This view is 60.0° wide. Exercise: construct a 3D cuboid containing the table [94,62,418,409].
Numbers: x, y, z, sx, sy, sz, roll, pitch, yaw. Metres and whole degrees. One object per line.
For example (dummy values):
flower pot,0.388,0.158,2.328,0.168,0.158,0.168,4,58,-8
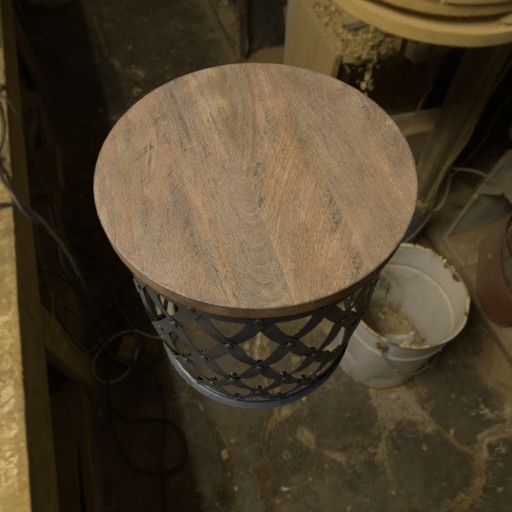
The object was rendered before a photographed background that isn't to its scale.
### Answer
table,0.000,0.000,0.754,0.405,0.454,0.405,0,59,0
